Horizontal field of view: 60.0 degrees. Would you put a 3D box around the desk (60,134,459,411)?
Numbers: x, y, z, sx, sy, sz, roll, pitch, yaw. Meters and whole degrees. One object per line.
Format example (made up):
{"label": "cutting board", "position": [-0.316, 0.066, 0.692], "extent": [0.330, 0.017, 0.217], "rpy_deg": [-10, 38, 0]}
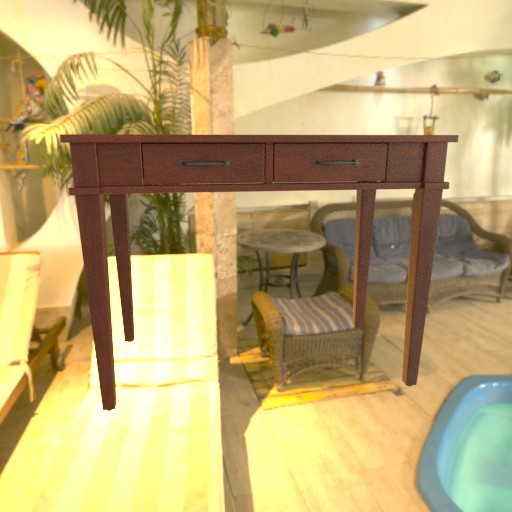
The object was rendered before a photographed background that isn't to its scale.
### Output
{"label": "desk", "position": [0.000, 0.000, 1.456], "extent": [1.001, 0.762, 0.549], "rpy_deg": [-2, 15, -8]}
